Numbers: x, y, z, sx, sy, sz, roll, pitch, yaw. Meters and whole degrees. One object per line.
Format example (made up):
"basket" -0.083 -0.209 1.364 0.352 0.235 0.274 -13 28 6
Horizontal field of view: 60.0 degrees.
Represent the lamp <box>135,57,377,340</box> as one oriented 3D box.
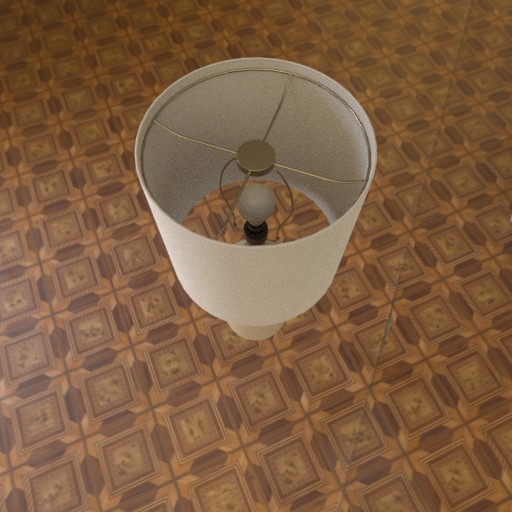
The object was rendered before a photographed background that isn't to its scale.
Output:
"lamp" 0.000 0.000 0.618 0.220 0.475 0.220 31 68 14
